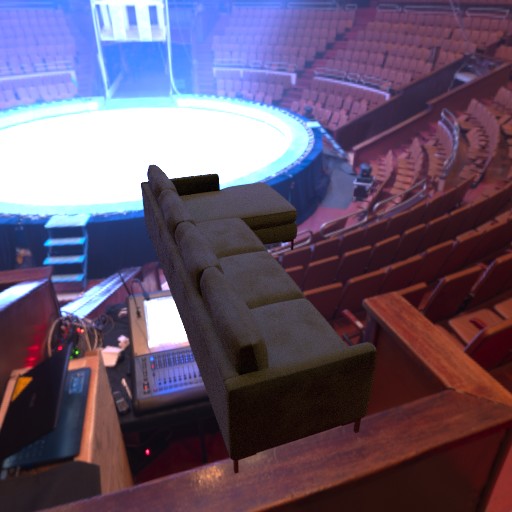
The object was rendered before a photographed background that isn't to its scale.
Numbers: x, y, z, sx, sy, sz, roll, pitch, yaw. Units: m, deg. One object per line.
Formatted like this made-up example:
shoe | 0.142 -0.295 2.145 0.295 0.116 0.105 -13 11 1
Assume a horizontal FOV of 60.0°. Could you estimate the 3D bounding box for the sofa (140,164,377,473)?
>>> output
sofa | 0.000 0.000 3.199 1.255 0.756 2.725 -10 31 -18
